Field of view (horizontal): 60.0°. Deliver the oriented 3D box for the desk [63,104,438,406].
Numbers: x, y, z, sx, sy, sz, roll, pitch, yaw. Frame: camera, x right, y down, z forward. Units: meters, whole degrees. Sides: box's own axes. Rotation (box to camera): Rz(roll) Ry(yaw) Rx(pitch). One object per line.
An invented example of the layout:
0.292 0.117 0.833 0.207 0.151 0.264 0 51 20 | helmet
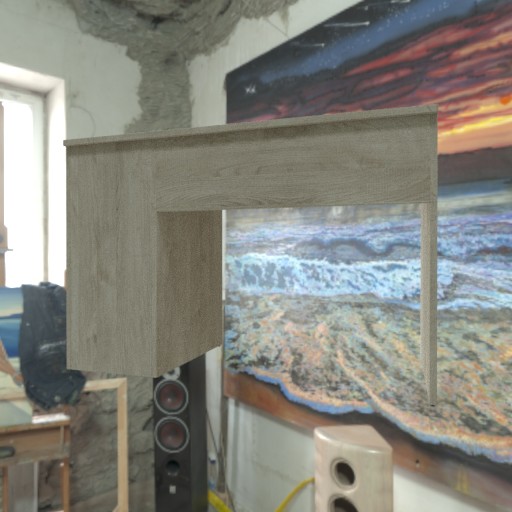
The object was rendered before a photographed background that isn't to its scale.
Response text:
0.000 0.000 1.492 1.096 0.730 0.560 0 0 18 | desk
